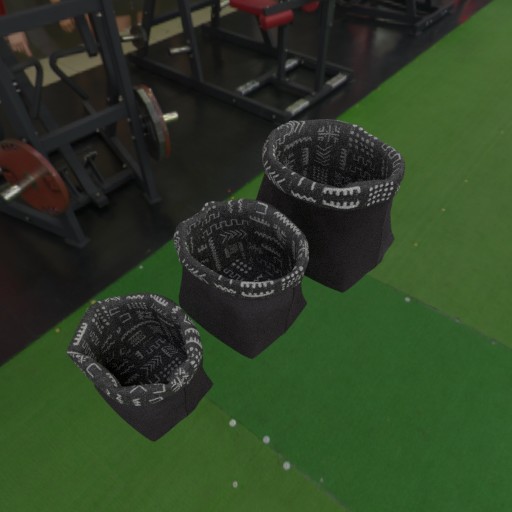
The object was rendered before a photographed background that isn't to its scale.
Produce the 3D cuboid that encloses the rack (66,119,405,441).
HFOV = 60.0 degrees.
[{"bbox_3d":[0.000,0.000,1.060,0.379,0.323,0.905,32,54,27],"label":"rack"}]
